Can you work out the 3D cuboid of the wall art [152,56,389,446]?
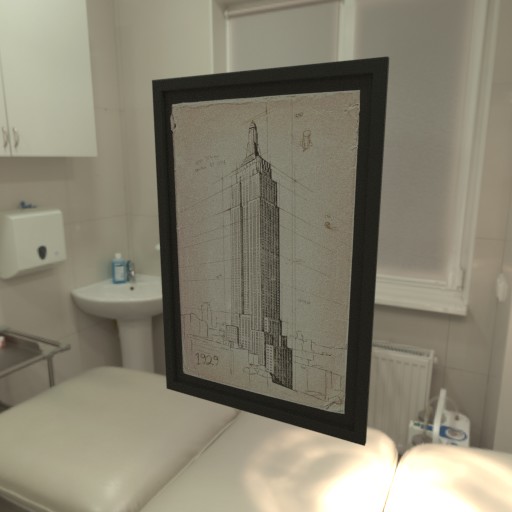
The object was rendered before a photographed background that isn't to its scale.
[{"bbox_3d":[0.000,0.000,0.842,0.451,0.661,0.012,6,14,26],"label":"wall art"}]
